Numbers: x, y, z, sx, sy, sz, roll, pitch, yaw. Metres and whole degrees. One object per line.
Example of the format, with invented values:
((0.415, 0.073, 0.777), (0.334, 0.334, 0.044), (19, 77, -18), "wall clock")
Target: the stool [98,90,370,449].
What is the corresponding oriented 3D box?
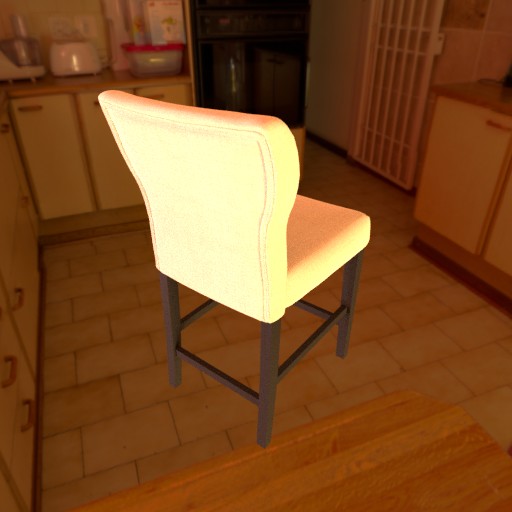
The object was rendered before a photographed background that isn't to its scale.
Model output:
((0.000, 0.000, 1.317), (0.514, 0.972, 0.603), (22, 37, 32), "stool")
